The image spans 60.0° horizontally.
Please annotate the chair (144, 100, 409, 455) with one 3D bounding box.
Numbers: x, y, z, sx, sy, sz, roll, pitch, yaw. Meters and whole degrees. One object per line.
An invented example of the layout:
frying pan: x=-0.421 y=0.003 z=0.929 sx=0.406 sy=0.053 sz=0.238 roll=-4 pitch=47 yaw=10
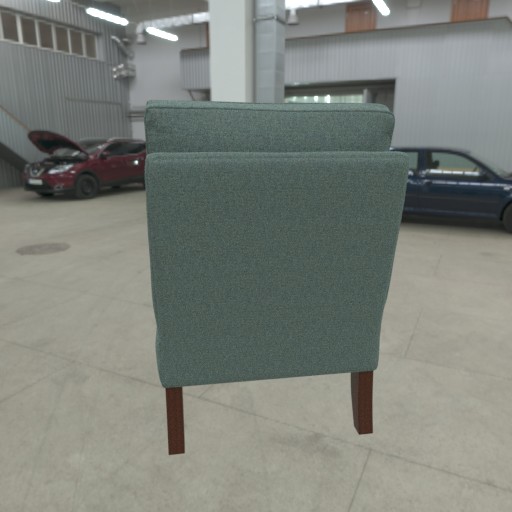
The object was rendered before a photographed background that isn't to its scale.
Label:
chair: x=0.000 y=0.000 z=1.412 sx=0.624 sy=0.901 sz=0.796 roll=-2 pitch=15 yaw=-9
